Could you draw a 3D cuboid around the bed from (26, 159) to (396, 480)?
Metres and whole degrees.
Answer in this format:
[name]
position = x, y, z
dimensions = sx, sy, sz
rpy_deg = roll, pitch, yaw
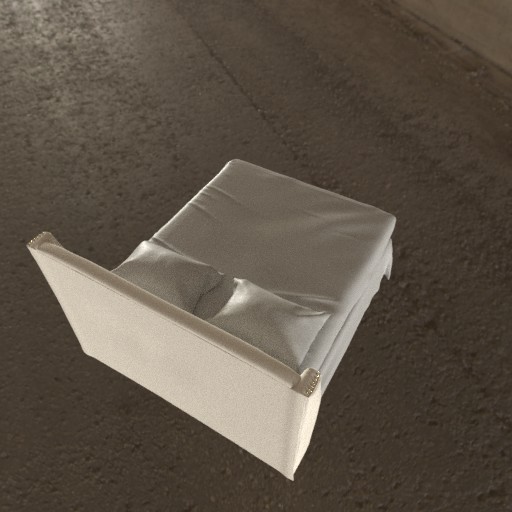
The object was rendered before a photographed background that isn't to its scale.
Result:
[bed]
position = 0.000, 0.000, 3.465
dimensions = 1.925, 1.332, 2.276
rpy_deg = 24, 52, 20
